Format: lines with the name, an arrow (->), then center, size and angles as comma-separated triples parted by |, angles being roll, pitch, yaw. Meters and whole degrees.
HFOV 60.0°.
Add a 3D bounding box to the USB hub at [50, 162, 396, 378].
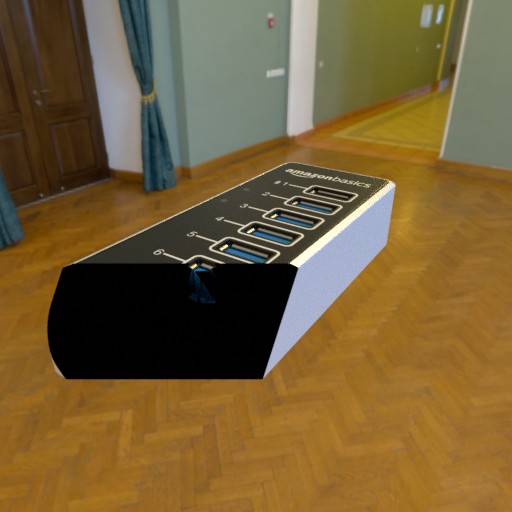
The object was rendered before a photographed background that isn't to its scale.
USB hub -> 0.000, 0.000, 0.127 | 0.044, 0.023, 0.110 | 18, 33, 29
